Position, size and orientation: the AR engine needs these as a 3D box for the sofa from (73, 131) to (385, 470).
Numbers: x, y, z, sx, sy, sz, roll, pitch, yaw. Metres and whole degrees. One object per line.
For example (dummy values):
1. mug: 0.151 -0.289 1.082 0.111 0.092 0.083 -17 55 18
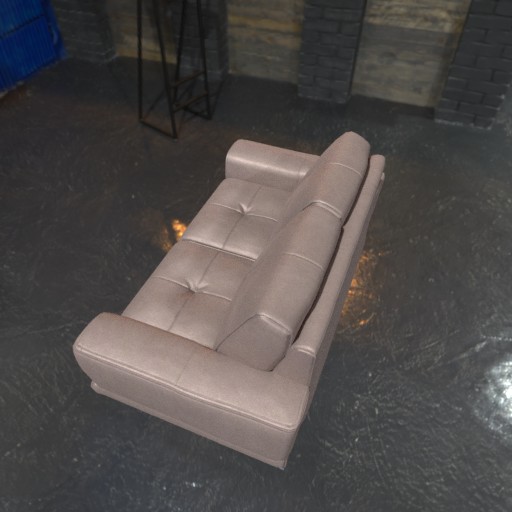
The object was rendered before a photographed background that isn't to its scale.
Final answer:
1. sofa: 0.000 0.000 2.361 1.018 0.907 1.806 16 48 15
